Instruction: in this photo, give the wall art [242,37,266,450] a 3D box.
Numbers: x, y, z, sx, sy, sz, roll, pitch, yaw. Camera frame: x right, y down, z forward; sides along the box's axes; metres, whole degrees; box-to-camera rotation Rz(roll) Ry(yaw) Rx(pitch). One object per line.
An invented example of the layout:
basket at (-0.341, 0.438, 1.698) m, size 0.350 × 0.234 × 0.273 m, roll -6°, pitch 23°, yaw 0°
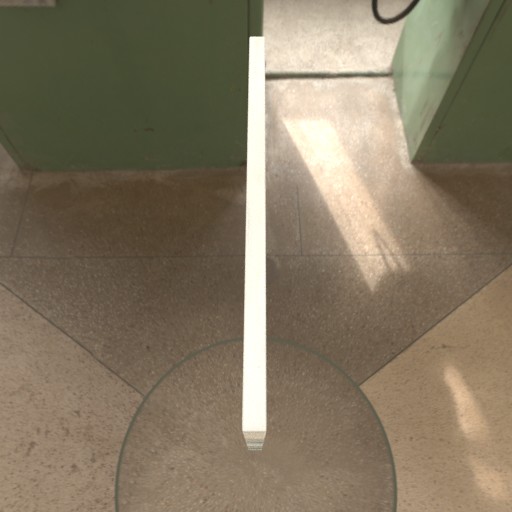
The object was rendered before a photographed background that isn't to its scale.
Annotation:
wall art at (0.000, 0.000, 1.170) m, size 0.039 × 0.609 × 0.914 m, roll 0°, pitch 64°, yaw 0°
